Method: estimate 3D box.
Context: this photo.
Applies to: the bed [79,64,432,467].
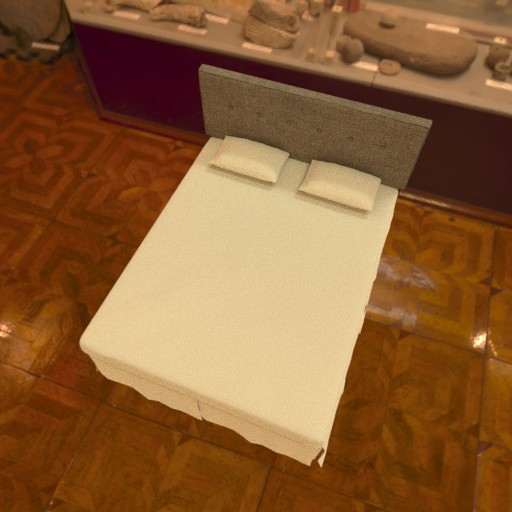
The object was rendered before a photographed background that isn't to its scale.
[{"bbox_3d":[0.000,0.000,2.894,1.621,1.168,1.958,18,59,11],"label":"bed"}]
